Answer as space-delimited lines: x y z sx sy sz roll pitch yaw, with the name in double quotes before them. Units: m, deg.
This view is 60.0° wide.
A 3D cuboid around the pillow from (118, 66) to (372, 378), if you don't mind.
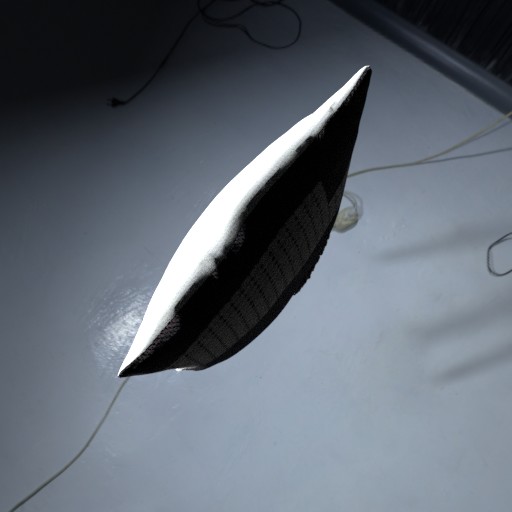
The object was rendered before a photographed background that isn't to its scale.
"pillow" 0.000 0.000 0.723 0.178 0.473 0.475 37 78 9
